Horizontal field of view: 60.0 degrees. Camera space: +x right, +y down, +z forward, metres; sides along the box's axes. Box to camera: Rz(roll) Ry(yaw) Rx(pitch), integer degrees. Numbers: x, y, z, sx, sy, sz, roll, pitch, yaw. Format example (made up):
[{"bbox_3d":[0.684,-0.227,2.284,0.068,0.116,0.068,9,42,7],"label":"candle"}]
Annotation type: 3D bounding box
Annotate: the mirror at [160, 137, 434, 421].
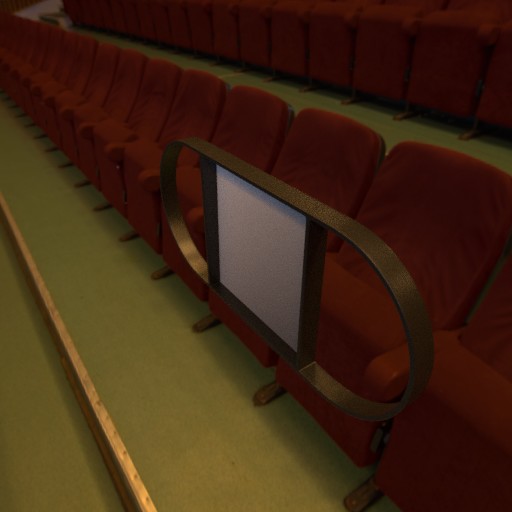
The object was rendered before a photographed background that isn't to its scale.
[{"bbox_3d":[0.000,0.000,0.651,0.032,0.254,0.584,-21,39,-29],"label":"mirror"}]
